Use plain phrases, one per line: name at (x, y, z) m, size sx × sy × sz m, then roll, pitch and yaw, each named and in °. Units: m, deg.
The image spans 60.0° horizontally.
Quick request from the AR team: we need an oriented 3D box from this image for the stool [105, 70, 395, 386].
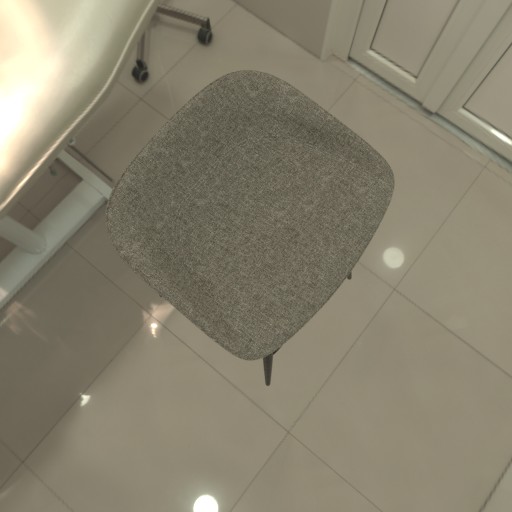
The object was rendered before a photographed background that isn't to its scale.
stool at (0.000, 0.000, 1.133) m, size 0.480 × 0.814 × 0.469 m, roll 38°, pitch 78°, yaw 9°
